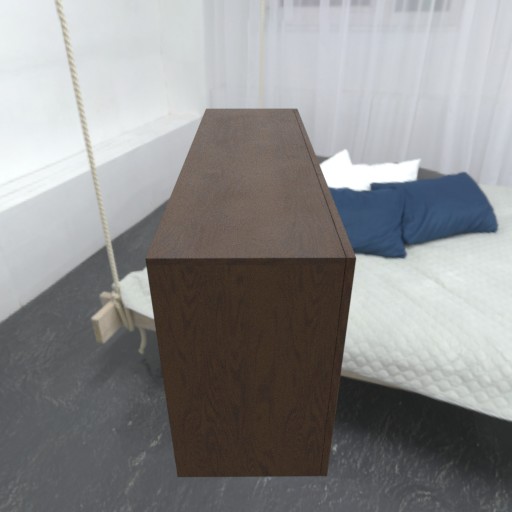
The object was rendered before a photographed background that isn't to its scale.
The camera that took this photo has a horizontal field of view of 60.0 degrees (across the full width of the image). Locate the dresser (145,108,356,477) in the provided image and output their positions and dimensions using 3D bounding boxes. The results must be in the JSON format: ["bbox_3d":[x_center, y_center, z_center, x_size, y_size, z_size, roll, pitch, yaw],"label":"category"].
[{"bbox_3d":[0.000,0.000,1.883,0.512,0.889,1.523,0,31,0],"label":"dresser"}]
